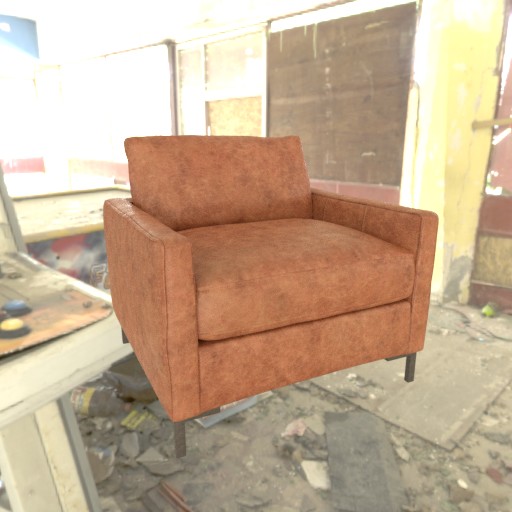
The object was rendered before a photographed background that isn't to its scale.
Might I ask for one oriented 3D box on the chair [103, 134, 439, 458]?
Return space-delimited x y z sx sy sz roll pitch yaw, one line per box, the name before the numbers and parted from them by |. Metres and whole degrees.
chair | 0.000 0.000 1.648 0.967 0.869 0.862 -8 17 -26
